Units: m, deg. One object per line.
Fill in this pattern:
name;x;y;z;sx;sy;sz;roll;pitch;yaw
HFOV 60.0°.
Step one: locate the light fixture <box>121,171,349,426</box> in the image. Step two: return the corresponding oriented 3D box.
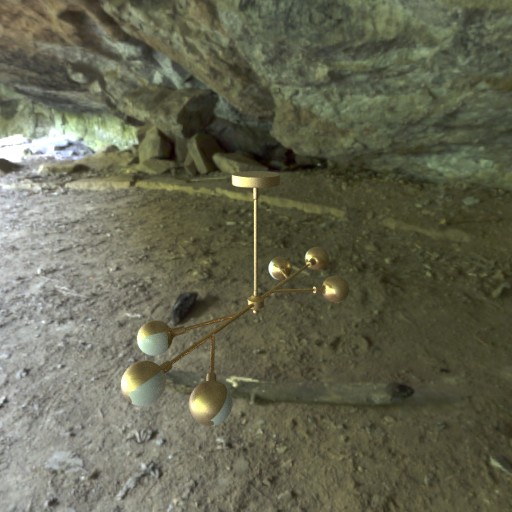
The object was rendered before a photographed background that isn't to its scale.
light fixture;0.000;0.000;0.988;0.778;0.362;0.434;-17;25;-42
